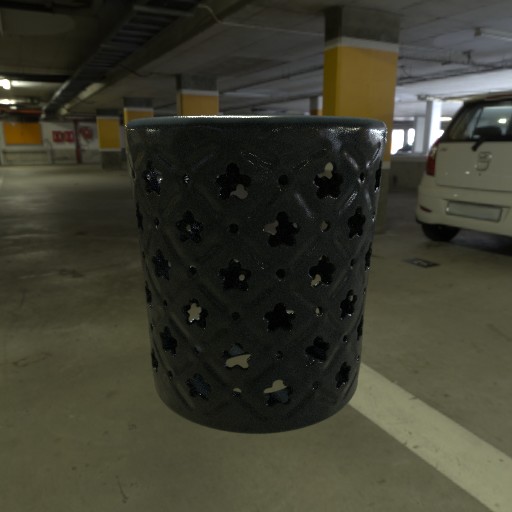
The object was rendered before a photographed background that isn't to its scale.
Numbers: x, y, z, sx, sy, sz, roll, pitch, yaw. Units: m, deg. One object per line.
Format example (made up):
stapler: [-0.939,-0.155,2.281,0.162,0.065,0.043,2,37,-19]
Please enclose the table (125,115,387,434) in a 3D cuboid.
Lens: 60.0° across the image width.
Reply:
table: [0.000,0.000,0.660,0.352,0.387,0.352,0,14,0]
